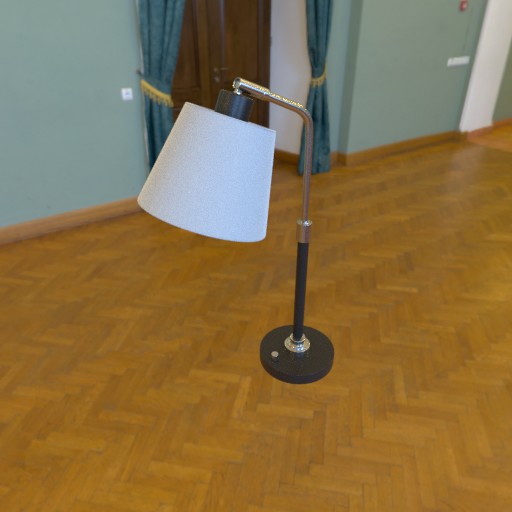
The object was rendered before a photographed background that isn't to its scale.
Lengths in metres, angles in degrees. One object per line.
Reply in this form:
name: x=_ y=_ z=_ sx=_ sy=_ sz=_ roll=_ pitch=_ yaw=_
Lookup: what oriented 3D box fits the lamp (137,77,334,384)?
lamp: x=0.000 y=0.000 z=0.707 sx=0.348 sy=0.539 sz=0.181 roll=-20 pitch=36 yaw=-30
